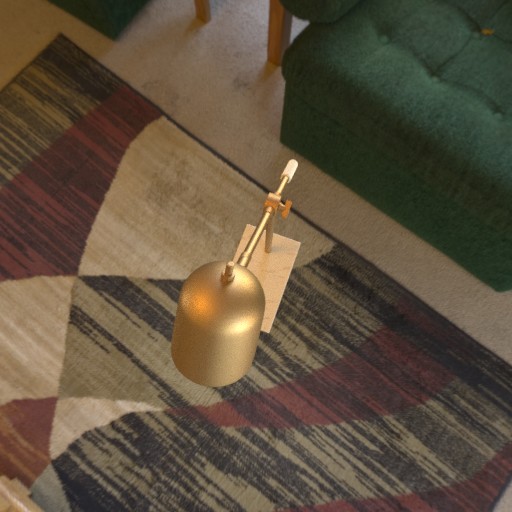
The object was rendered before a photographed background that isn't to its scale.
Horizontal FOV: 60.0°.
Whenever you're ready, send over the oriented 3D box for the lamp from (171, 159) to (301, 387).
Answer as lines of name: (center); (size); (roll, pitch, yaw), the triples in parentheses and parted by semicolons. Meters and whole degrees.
lamp: (0.000, 0.000, 0.826); (0.144, 0.603, 0.471); (19, 77, 5)
